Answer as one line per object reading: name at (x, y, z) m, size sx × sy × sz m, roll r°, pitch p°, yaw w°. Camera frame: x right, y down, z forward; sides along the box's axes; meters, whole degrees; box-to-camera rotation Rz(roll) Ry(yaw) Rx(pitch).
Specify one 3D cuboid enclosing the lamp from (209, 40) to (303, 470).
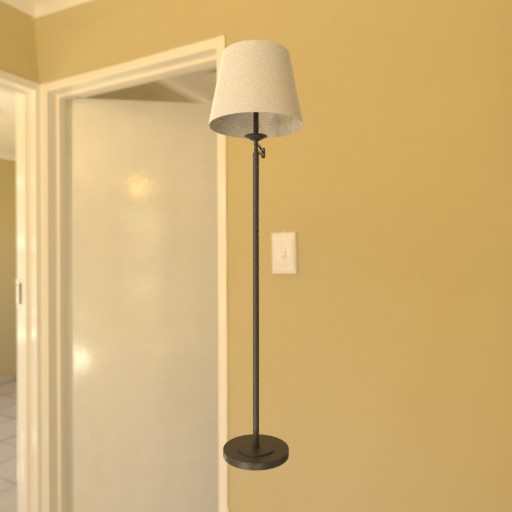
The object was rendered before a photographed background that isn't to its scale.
lamp at (0.000, 0.000, 1.637) m, size 0.348 × 1.473 × 0.348 m, roll 0°, pitch 1°, yaw 17°
